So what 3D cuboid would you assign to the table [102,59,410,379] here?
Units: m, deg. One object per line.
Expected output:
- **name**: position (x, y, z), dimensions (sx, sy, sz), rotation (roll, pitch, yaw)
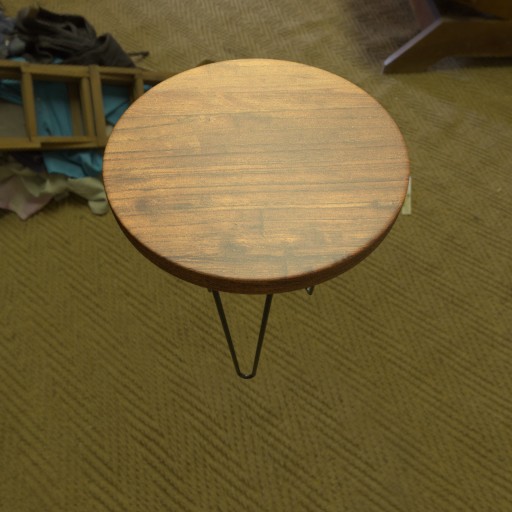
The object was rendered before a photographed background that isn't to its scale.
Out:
- **table**: position (0.000, 0.000, 0.800), dimensions (0.400, 0.520, 0.400), rotation (0, 57, 0)
